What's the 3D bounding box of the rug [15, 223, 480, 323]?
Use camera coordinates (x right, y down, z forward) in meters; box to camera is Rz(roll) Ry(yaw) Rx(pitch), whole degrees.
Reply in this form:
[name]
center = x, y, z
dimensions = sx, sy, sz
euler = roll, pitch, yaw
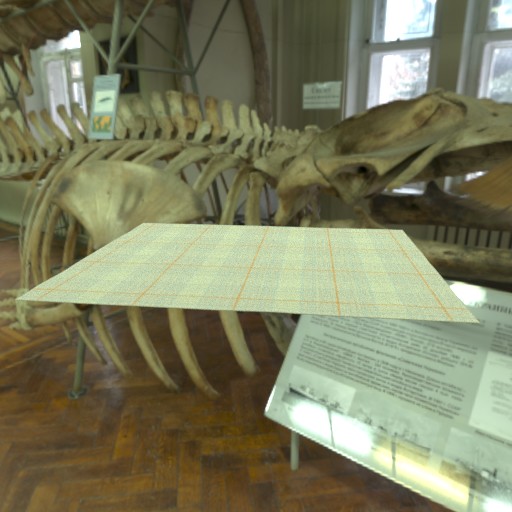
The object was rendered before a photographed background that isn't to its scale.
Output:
[rug]
center = 0.000, 0.000, 4.037
dimensions = 3.051, 0.021, 2.448
euler = 2, 17, 7
